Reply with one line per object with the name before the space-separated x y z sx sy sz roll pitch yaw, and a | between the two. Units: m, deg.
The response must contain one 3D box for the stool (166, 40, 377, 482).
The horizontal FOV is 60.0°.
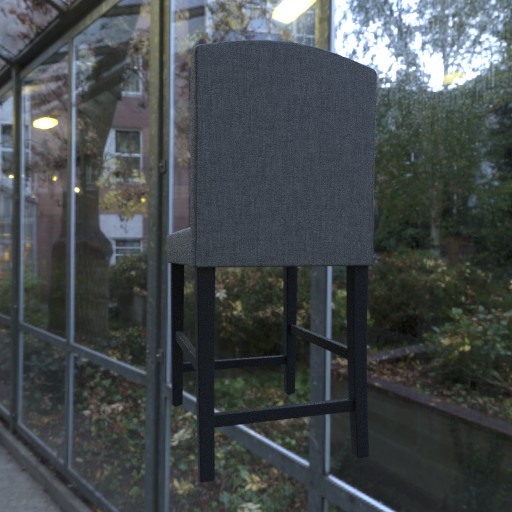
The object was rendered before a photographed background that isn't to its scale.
stool | 0.000 0.000 1.252 0.451 0.966 0.552 0 0 -17
